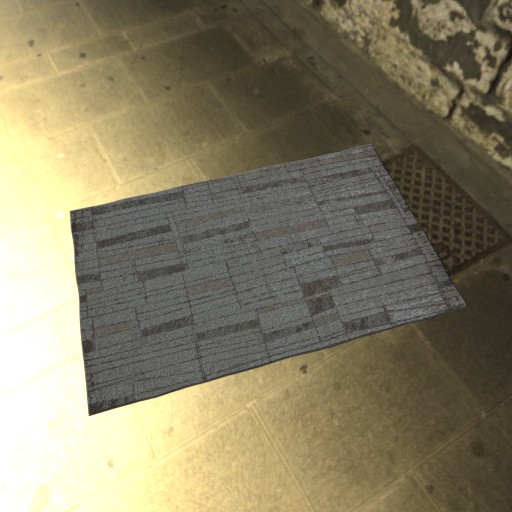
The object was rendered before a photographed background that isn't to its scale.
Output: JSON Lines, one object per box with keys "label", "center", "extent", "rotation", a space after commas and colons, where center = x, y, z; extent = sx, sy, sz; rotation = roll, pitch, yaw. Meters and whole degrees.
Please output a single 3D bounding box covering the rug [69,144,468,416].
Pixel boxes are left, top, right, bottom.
{"label": "rug", "center": [0.000, 0.000, 3.087], "extent": [2.444, 0.023, 1.531], "rotation": [-14, 60, -8]}
